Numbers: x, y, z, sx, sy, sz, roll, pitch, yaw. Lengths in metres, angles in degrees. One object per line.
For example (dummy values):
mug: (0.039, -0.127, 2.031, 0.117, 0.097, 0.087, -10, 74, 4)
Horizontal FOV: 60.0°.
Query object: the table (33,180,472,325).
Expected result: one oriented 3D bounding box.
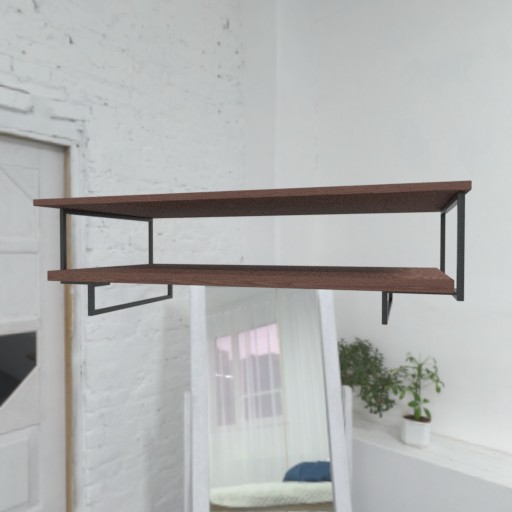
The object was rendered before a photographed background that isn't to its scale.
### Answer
table: (0.000, 0.000, 1.453, 1.197, 0.347, 0.651, 0, 1, 19)
